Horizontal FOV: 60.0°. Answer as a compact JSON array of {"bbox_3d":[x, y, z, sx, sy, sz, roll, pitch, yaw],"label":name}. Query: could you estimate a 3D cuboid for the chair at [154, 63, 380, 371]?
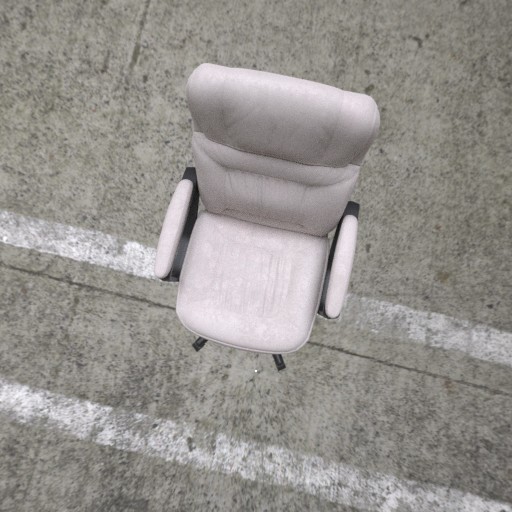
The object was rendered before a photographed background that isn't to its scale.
[{"bbox_3d":[0.000,0.000,1.559,0.667,1.105,0.724,13,76,3],"label":"chair"}]
